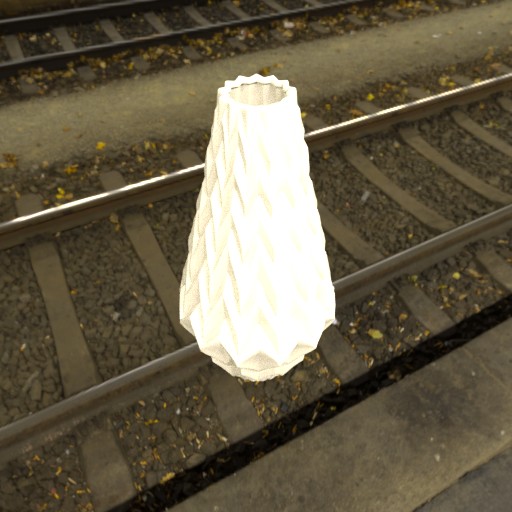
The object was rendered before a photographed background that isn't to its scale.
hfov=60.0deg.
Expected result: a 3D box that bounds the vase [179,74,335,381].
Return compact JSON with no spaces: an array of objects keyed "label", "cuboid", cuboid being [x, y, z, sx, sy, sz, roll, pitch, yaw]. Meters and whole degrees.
[{"label":"vase","cuboid":[0.000,0.000,0.425,0.167,0.328,0.167,0,45,0]}]
